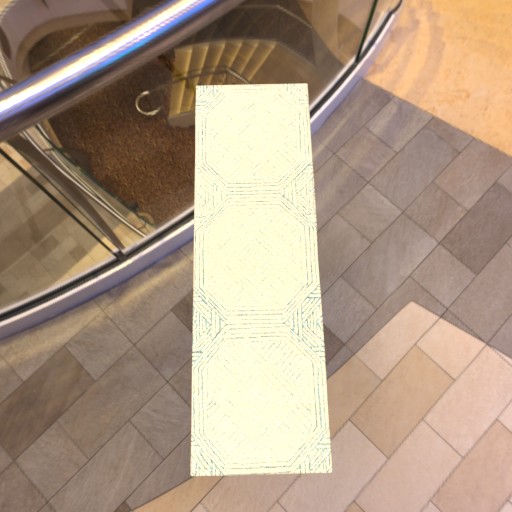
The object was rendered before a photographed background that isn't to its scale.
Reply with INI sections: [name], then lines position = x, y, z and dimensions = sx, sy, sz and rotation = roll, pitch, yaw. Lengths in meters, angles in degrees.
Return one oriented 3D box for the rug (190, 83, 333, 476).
[rug]
position = 0.000, 0.000, 2.726
dimensions = 0.775, 0.012, 2.452
rotation = -1, 74, 0
